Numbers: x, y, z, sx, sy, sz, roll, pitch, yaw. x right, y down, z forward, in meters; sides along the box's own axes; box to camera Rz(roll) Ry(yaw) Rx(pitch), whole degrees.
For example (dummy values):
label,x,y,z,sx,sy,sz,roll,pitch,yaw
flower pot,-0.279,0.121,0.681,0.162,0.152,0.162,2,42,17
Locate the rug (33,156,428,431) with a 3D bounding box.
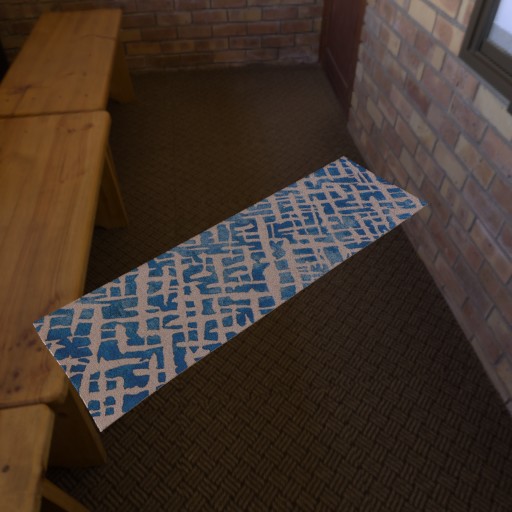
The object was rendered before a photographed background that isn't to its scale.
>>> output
label,x,y,z,sx,sy,sz,roll,pitch,yaw
rug,0.000,0.000,2.687,2.446,0.011,0.768,-31,53,-27
